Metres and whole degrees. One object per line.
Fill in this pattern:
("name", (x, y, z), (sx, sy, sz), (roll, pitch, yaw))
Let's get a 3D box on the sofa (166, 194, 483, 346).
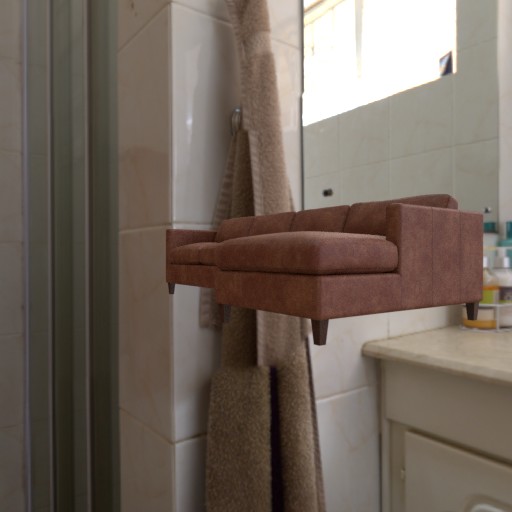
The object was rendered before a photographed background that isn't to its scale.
("sofa", (0.000, 0.000, 3.891), (1.581, 0.883, 3.203), (0, 0, -36))
